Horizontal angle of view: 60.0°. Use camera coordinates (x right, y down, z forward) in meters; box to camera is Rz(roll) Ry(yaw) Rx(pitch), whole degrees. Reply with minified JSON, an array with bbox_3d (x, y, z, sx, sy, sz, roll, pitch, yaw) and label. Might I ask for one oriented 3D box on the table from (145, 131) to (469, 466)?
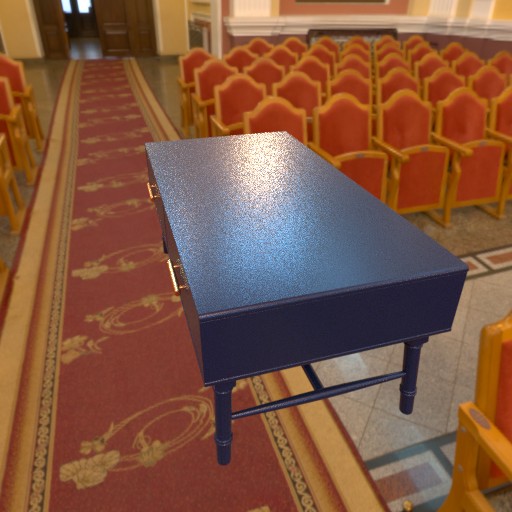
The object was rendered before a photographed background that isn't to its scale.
[{"bbox_3d":[0.000,0.000,1.372,0.572,0.457,1.067,-9,32,-15],"label":"table"}]
